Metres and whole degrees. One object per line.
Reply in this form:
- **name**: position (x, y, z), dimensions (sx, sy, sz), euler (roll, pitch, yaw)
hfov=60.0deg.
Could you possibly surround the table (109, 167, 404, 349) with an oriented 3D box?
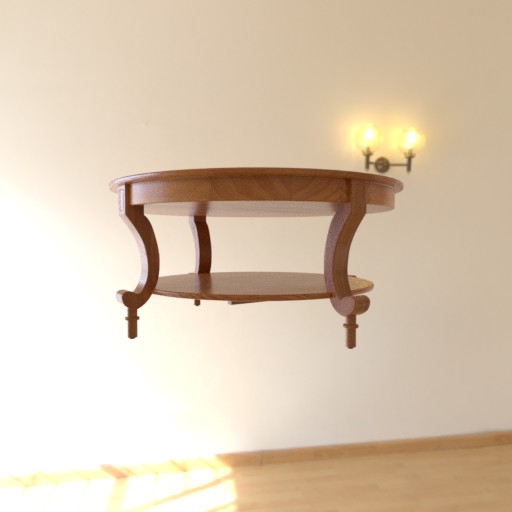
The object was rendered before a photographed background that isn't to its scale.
- **table**: position (0.000, 0.000, 1.634), dimensions (1.029, 0.490, 1.029), euler (0, 2, 0)
